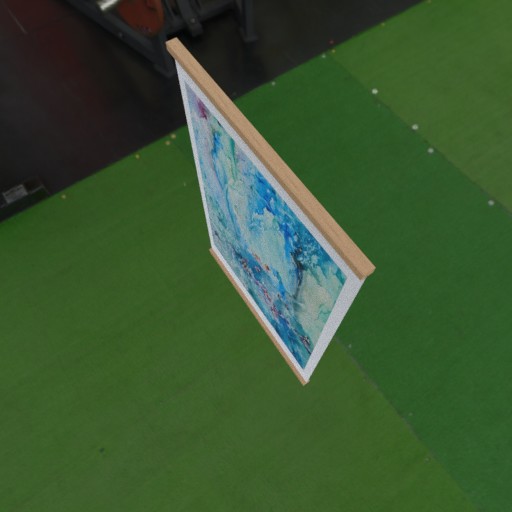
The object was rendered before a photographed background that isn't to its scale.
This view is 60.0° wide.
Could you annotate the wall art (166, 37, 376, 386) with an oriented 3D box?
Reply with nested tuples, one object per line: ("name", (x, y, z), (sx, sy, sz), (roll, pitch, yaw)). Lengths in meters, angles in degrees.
("wall art", (0.000, 0.000, 0.654), (0.013, 0.510, 0.335), (-31, 68, -14))
